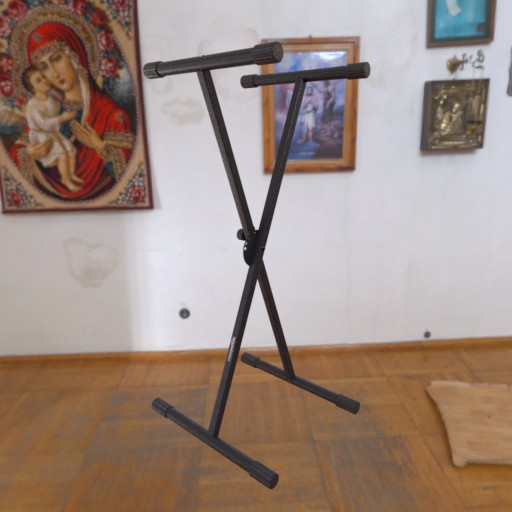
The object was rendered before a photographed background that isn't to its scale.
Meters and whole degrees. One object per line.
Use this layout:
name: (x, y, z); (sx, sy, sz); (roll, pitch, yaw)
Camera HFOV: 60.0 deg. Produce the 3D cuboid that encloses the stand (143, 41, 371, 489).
stand: (0.000, 0.000, 1.163); (0.449, 0.940, 0.409); (14, 21, 40)
